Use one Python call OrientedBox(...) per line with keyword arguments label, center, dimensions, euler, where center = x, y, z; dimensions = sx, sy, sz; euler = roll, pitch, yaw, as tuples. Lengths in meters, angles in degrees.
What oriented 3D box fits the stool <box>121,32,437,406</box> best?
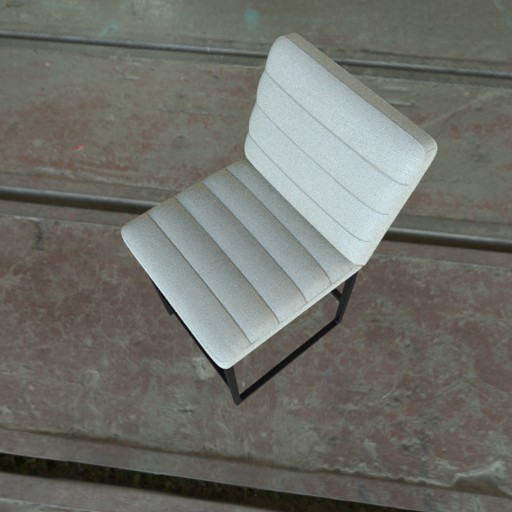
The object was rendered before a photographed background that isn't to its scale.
OrientedBox(label="stool", center=(0.000, 0.000, 1.256), dimensions=(0.560, 0.940, 0.460), euler=(-35, 67, -17))
